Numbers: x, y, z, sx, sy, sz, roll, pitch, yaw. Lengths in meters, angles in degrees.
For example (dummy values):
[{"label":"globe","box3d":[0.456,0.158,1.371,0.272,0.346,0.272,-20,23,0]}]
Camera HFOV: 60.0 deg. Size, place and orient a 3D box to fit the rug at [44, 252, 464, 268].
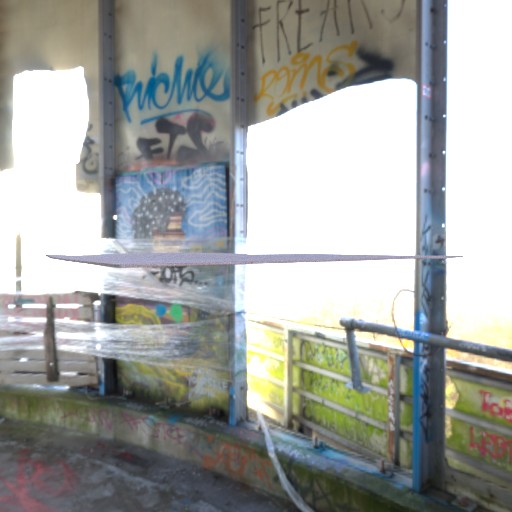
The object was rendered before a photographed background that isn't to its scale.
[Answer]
[{"label":"rug","box3d":[0.000,0.000,2.314,1.837,0.025,1.230,-1,2,-35]}]
